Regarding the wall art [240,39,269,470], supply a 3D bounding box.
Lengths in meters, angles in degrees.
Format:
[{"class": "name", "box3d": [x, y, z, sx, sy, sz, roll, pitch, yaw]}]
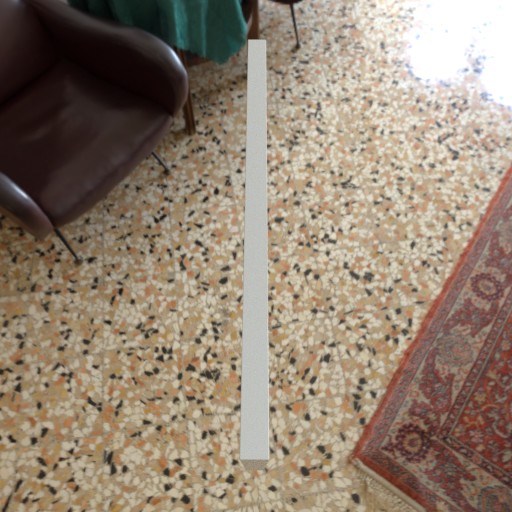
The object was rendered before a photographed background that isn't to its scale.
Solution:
[{"class": "wall art", "box3d": [0.000, 0.000, 0.946, 0.038, 0.431, 0.812, 0, 63, 0]}]
